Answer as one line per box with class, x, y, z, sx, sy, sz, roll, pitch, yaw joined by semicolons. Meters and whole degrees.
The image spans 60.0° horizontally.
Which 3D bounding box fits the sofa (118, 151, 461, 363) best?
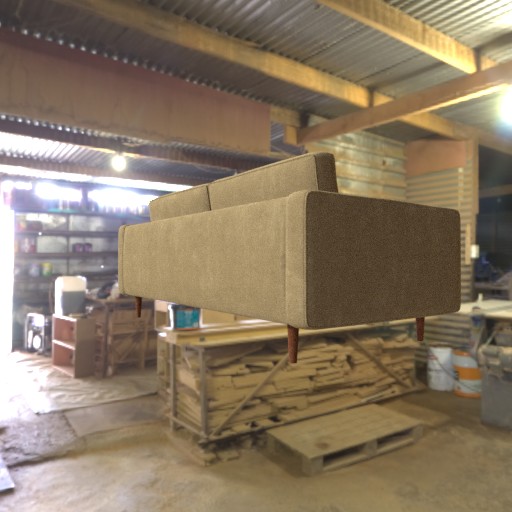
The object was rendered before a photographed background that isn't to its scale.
sofa;0.000;0.000;2.404;0.920;0.769;1.883;0;-1;-35
